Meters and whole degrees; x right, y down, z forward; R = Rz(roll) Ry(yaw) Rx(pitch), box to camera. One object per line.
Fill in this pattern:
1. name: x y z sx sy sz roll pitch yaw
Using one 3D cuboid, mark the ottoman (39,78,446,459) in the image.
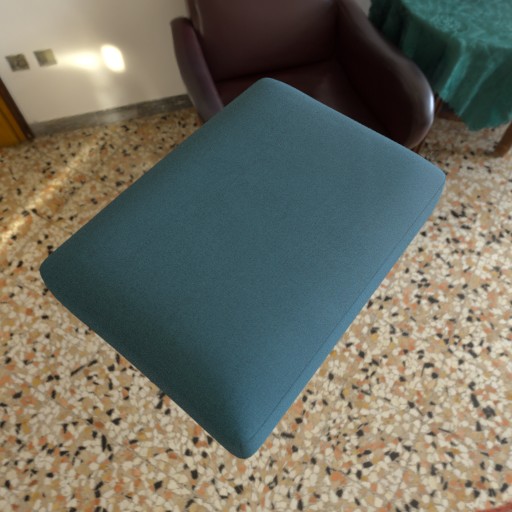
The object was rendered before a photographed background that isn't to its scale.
1. ottoman: 0.000 0.000 1.058 0.549 0.428 0.749 35 66 18
